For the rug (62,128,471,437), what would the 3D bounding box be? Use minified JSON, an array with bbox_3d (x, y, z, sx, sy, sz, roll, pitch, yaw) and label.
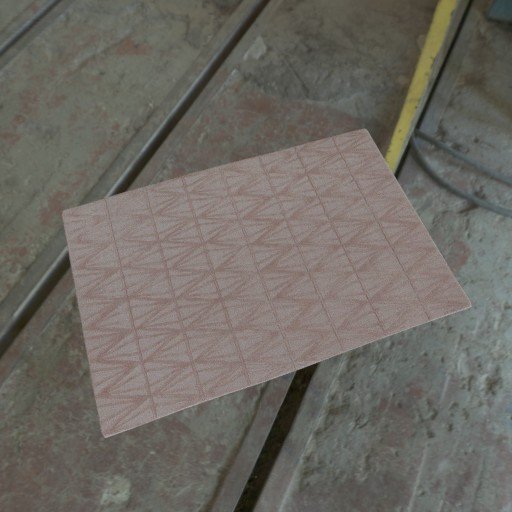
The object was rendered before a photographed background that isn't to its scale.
[{"bbox_3d":[0.000,0.000,2.305,1.837,0.025,1.230,-17,65,-8],"label":"rug"}]
